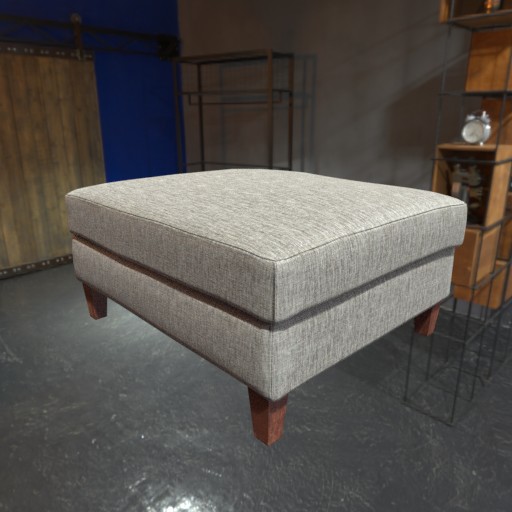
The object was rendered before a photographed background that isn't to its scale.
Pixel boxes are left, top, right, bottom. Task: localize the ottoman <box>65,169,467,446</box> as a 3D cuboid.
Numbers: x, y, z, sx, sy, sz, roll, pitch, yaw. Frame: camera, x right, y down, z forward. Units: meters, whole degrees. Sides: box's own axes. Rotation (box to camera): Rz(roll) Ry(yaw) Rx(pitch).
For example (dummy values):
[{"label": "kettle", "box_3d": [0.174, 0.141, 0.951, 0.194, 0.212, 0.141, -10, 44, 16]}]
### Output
[{"label": "ottoman", "box_3d": [0.000, 0.000, 1.436, 0.839, 0.492, 0.994, -16, 24, -41]}]
